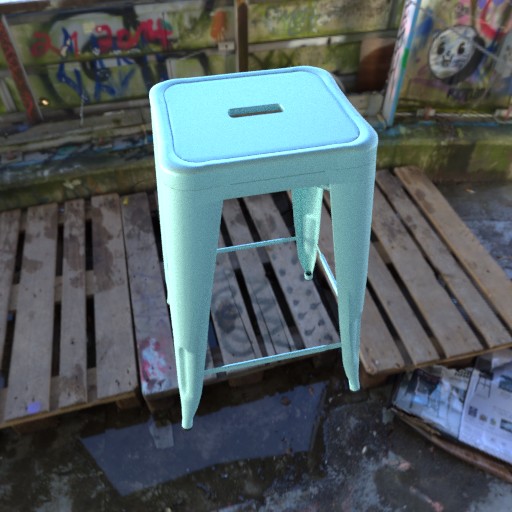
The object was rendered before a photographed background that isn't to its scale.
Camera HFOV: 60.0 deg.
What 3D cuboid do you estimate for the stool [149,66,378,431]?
[{"bbox_3d":[0.000,0.000,0.852,0.399,0.609,0.359,-10,47,-9],"label":"stool"}]
